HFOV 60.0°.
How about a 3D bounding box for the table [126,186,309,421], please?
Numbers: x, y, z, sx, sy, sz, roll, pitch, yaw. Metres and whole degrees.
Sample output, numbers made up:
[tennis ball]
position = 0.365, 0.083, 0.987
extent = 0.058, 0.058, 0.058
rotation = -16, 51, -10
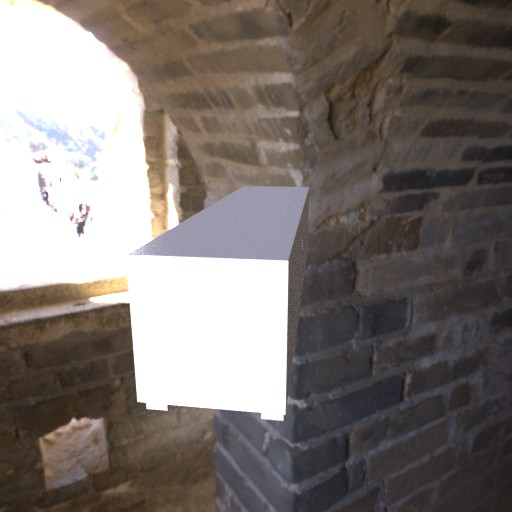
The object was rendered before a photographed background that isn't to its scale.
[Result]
[table]
position = 0.000, 0.000, 1.878
extent = 0.390, 0.420, 1.650
rotation = 2, 15, 8
